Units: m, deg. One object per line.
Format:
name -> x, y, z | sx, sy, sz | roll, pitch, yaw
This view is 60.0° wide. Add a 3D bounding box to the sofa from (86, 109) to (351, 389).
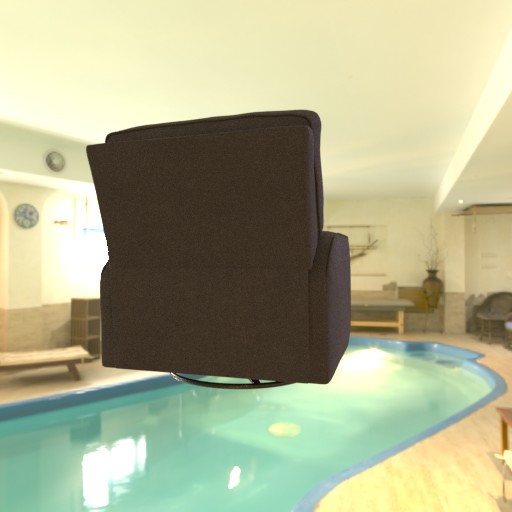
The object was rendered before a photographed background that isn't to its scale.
sofa -> 0.000, 0.000, 2.055 | 0.861, 0.959, 1.472 | 0, -1, 17
